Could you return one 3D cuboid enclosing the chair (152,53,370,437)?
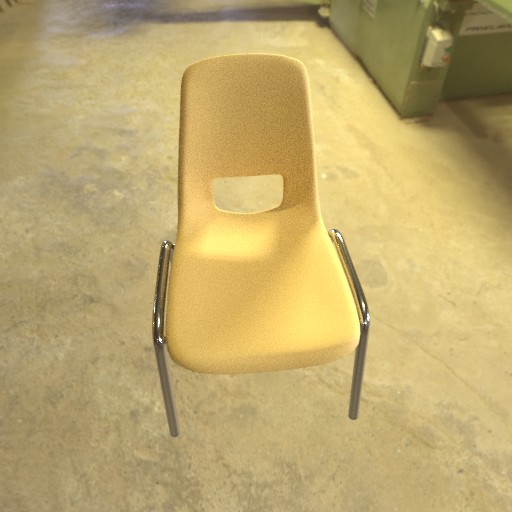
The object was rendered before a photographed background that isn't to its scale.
[{"bbox_3d":[0.000,0.000,0.763,0.354,0.536,0.385,-4,47,-4],"label":"chair"}]
